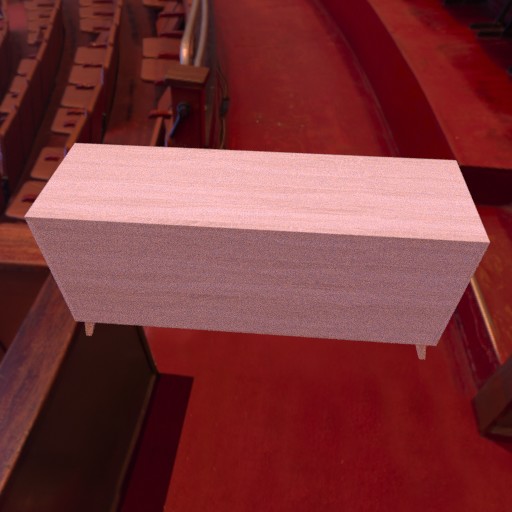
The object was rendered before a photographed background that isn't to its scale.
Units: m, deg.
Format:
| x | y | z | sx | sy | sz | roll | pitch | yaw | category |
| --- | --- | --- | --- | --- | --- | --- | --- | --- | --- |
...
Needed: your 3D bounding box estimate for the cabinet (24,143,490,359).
| x | y | z | sx | sy | sz | roll | pitch | yaw | category |
| --- | --- | --- | --- | --- | --- | --- | --- | --- | --- |
| 0.000 | 0.000 | 2.017 | 1.649 | 0.780 | 0.500 | 3 | 46 | 3 | cabinet |
